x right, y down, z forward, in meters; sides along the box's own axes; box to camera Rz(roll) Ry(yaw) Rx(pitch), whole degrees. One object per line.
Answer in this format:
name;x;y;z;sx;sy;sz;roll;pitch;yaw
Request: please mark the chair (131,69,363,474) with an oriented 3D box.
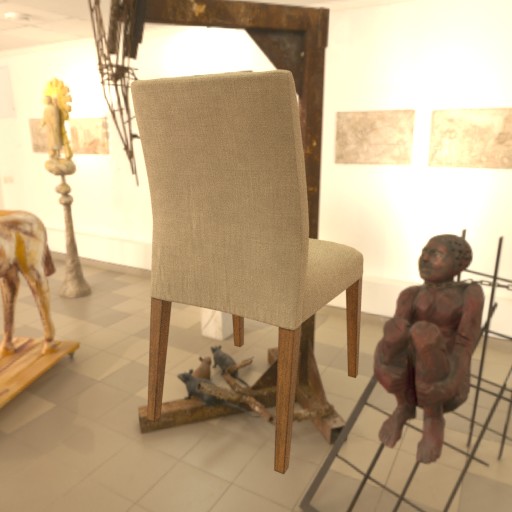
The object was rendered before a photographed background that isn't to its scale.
chair;0.000;0.000;1.301;0.496;0.940;0.585;9;18;28
